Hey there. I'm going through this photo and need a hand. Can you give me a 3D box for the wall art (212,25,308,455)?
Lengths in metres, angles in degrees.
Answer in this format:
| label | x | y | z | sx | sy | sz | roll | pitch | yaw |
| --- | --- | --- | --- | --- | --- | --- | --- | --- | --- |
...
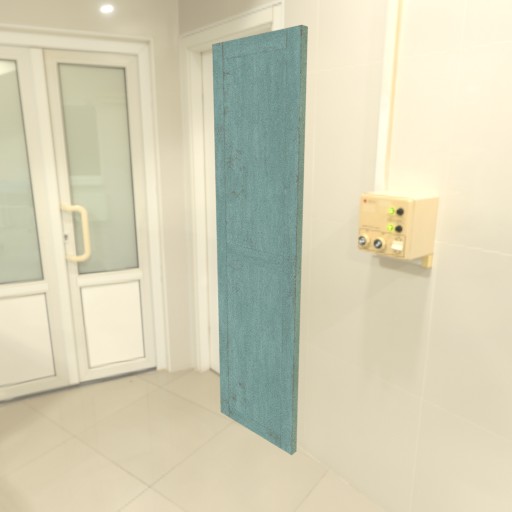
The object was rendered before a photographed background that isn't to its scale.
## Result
| label | x | y | z | sx | sy | sz | roll | pitch | yaw |
| --- | --- | --- | --- | --- | --- | --- | --- | --- | --- |
| wall art | 0.000 | 0.000 | 1.343 | 0.329 | 1.219 | 0.025 | 14 | 20 | 42 |
